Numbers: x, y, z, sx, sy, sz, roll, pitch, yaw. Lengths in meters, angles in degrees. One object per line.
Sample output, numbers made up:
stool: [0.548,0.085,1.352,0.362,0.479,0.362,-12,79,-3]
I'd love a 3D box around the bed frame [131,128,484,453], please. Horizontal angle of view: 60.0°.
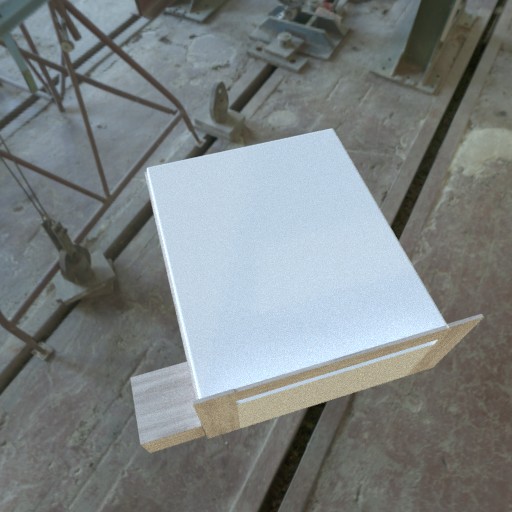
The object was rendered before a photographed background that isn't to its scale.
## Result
bed frame: [0.000,0.000,3.209,2.040,0.860,2.050,-14,58,-9]
